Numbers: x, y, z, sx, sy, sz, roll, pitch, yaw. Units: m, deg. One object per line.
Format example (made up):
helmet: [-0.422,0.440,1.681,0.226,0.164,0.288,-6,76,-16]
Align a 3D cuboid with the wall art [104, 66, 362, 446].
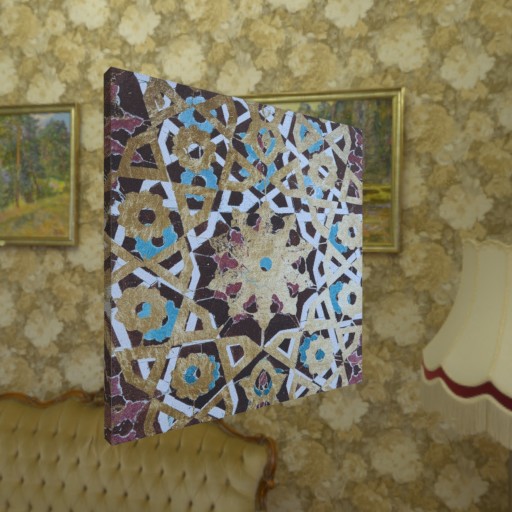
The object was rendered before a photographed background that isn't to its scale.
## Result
wall art: [0.000,0.000,0.912,0.609,0.613,0.041,0,0,-36]
